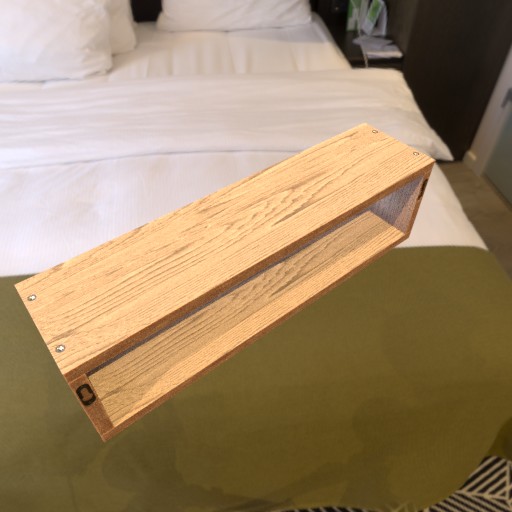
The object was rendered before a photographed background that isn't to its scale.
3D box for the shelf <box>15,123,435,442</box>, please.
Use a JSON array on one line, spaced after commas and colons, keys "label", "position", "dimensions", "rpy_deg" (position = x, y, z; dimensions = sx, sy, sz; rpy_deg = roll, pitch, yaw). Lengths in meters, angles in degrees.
[{"label": "shelf", "position": [0.000, 0.000, 0.675], "dimensions": [0.610, 0.170, 0.150], "rpy_deg": [-30, 53, -26]}]
